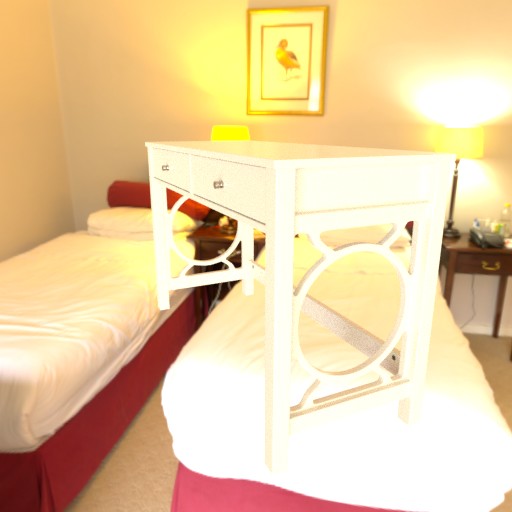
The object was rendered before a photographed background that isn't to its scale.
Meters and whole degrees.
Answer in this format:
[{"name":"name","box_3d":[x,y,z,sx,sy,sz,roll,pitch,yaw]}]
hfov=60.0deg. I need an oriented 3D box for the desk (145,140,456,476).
[{"name":"desk","box_3d":[0.000,0.000,1.584,0.504,0.762,1.191,-8,18,-24]}]
